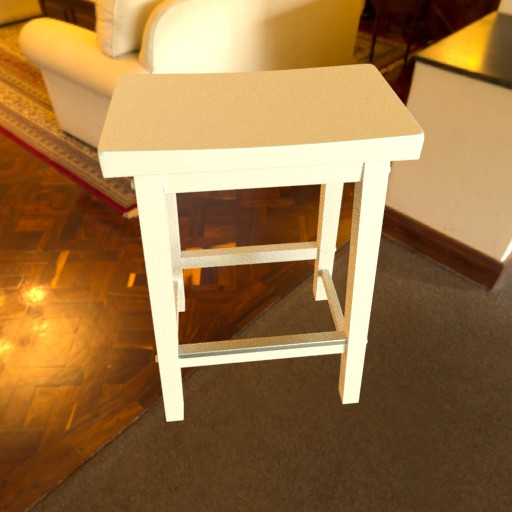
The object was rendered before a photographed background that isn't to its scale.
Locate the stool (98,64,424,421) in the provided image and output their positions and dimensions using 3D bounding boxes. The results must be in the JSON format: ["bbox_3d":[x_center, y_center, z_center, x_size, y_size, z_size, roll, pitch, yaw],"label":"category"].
[{"bbox_3d":[0.000,0.000,0.834,0.406,0.610,0.322,-4,45,-4],"label":"stool"}]
